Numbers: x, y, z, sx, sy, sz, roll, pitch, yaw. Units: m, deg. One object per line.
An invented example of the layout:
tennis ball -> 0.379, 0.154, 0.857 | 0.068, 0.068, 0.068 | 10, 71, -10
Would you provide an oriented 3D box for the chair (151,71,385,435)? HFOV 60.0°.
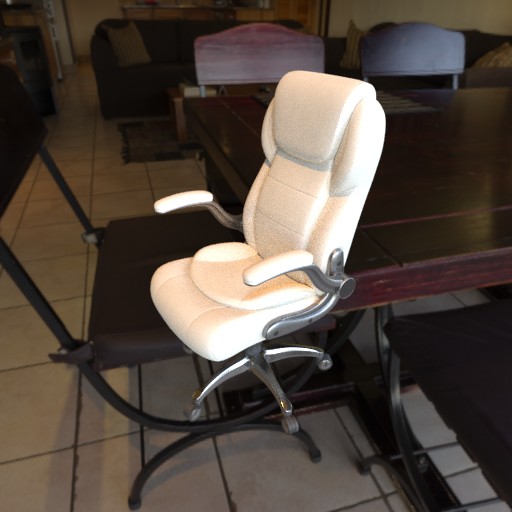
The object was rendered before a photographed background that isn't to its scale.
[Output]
chair -> 0.000, 0.000, 1.811 | 0.806, 1.330, 0.755 | -19, 35, -30
